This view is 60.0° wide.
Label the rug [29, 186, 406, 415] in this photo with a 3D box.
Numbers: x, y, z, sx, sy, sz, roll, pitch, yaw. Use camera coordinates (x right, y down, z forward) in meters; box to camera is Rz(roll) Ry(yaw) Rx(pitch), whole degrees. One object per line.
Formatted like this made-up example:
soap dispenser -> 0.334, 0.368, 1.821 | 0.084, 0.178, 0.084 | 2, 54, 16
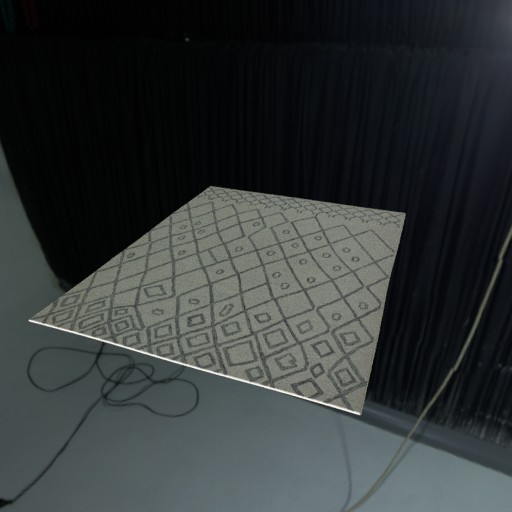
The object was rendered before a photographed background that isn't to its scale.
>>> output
rug -> 0.000, 0.000, 4.142 | 2.446, 0.015, 3.046 | 11, 31, 18
